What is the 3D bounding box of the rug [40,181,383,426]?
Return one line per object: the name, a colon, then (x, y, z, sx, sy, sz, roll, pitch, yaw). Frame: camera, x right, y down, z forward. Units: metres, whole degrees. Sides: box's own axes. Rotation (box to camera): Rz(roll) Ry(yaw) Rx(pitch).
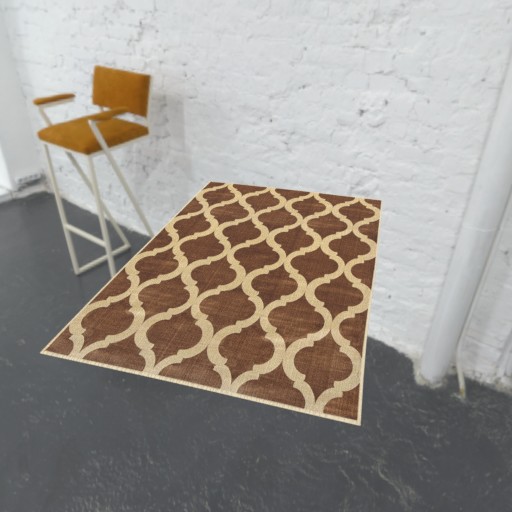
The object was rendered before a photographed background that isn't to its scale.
rug: (0.000, 0.000, 2.885, 1.522, 0.008, 2.284, 8, 32, 13)
